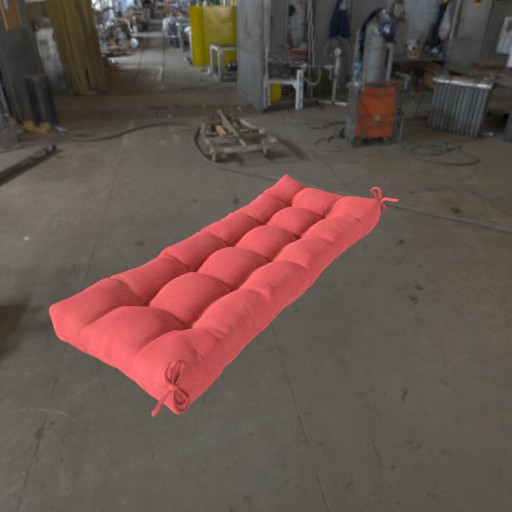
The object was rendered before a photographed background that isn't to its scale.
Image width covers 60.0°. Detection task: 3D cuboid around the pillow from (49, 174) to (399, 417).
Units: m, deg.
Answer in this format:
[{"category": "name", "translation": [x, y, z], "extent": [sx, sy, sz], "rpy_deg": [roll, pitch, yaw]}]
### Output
[{"category": "pillow", "translation": [0.000, 0.000, 1.378], "extent": [0.511, 0.174, 1.194], "rpy_deg": [20, 36, 29]}]
